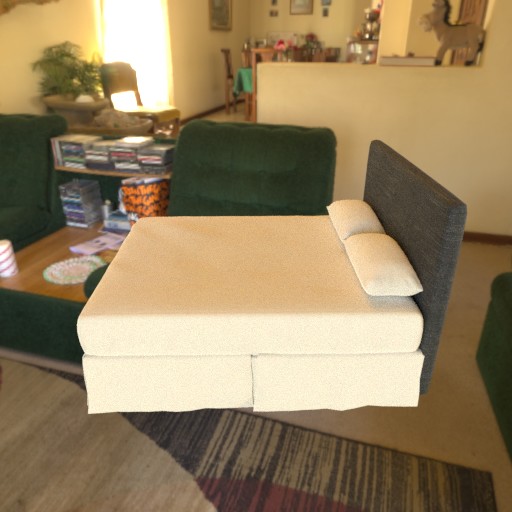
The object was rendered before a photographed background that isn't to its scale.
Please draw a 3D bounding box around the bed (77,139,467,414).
[{"bbox_3d":[0.000,0.000,3.184,2.142,1.330,1.723,0,26,-1],"label":"bed"}]
